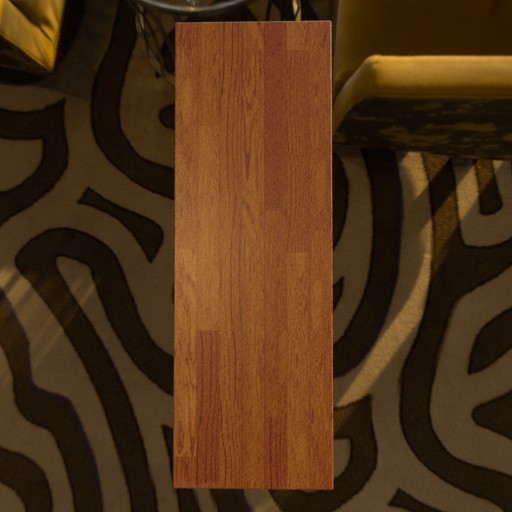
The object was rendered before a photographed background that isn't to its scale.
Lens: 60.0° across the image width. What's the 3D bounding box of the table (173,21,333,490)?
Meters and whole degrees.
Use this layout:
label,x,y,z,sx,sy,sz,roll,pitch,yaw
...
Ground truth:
label,x,y,z,sx,sy,sz,roll,pitch,yaw
table,0.000,0.000,1.509,0.408,0.740,1.204,0,89,1
